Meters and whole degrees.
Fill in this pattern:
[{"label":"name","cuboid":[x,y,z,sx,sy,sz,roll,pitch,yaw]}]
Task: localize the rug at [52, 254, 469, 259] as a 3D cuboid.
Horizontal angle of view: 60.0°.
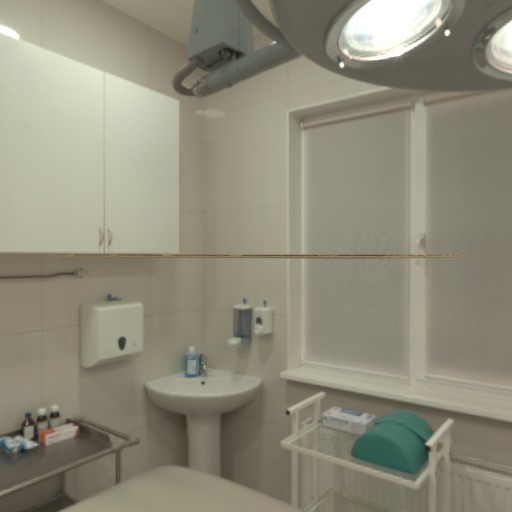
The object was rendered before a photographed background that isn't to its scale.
[{"label":"rug","cuboid":[0.000,0.000,2.934,2.286,0.016,1.555,0,0,37]}]
